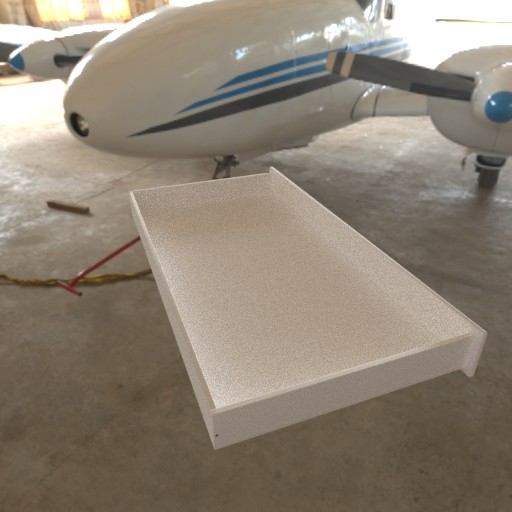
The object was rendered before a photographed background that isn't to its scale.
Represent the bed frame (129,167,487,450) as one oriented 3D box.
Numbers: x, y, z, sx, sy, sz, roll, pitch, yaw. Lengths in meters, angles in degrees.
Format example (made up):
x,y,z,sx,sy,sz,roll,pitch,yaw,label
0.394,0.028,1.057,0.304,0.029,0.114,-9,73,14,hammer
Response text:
x,y,z,sx,sy,sz,roll,pitch,yaw,label
0.000,0.000,1.499,0.670,0.141,1.300,-11,32,-18,bed frame
